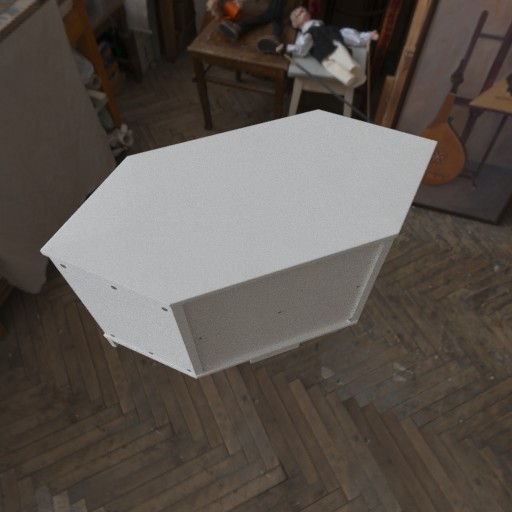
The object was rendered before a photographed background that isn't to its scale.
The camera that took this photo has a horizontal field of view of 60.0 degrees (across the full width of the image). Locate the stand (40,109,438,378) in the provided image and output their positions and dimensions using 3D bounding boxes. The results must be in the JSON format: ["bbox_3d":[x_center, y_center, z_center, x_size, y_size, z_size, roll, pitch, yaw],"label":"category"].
[{"bbox_3d":[0.000,0.000,1.390,1.072,0.614,0.477,-17,59,-10],"label":"stand"}]
